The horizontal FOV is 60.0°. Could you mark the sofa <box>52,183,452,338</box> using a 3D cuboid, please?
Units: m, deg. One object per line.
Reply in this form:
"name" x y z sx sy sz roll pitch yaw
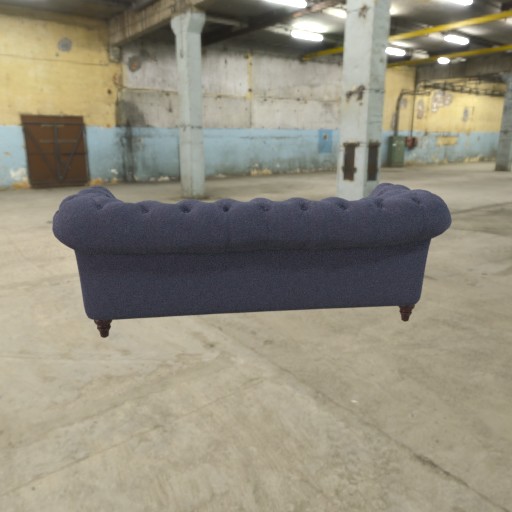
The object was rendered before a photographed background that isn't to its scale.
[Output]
"sofa" 0.000 0.000 2.806 2.335 0.836 1.046 -2 14 -7
